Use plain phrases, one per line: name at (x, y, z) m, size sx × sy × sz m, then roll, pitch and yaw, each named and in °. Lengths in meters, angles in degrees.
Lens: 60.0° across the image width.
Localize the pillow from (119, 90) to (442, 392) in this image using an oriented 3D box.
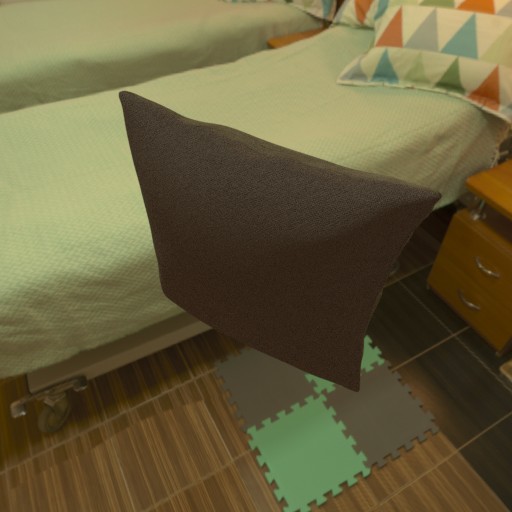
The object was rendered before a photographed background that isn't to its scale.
pillow at (0.000, 0.000, 0.694) m, size 0.452 × 0.439 × 0.204 m, roll 24°, pitch 51°, yaw 21°
